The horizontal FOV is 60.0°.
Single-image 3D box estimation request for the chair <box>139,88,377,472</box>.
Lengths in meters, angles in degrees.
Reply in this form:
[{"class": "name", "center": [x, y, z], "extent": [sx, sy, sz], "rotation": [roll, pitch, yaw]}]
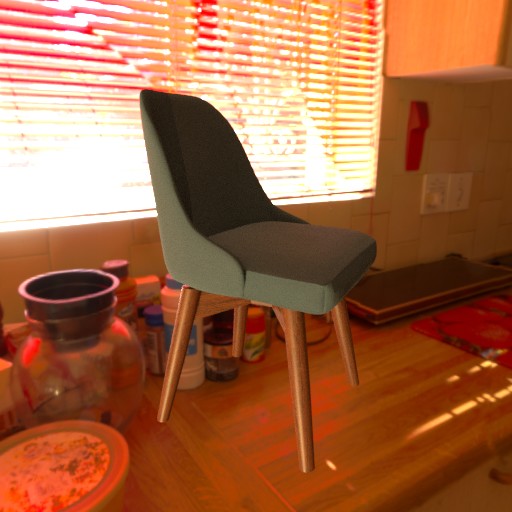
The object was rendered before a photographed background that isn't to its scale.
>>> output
[{"class": "chair", "center": [0.000, 0.000, 1.227], "extent": [0.589, 0.882, 0.503], "rotation": [7, 16, 26]}]
